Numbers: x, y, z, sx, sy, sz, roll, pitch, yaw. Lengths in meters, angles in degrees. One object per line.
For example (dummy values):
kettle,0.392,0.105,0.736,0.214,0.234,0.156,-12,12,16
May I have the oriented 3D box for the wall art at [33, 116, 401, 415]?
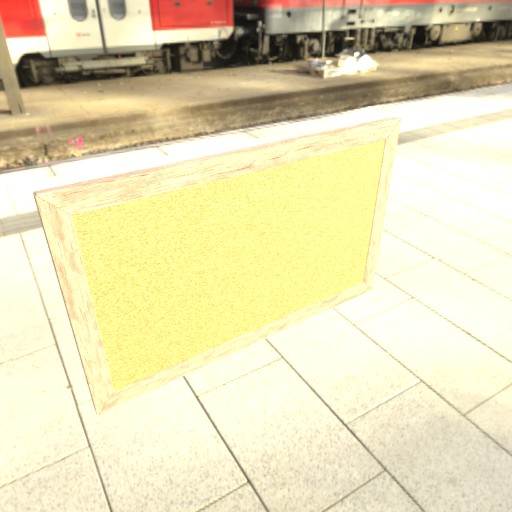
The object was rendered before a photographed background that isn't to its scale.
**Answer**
wall art,0.000,0.000,0.957,0.780,0.480,0.021,-19,37,-28
